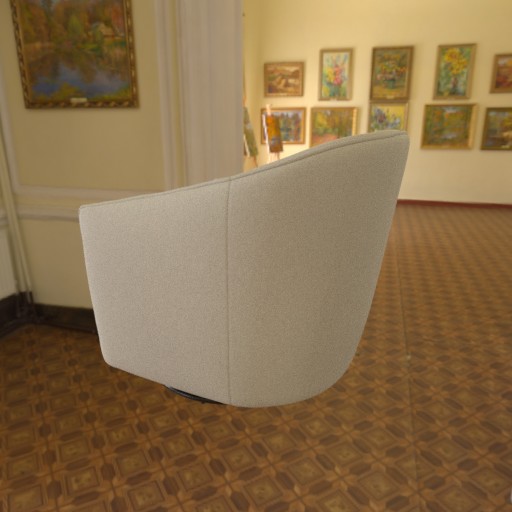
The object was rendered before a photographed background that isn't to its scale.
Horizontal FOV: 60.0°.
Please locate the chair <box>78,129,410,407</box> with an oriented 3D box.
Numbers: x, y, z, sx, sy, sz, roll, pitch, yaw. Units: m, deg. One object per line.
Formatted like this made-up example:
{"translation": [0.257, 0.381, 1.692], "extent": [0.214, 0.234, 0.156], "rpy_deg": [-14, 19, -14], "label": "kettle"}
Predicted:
{"translation": [0.000, 0.000, 1.444], "extent": [0.875, 0.799, 0.747], "rpy_deg": [9, 19, 27], "label": "chair"}
